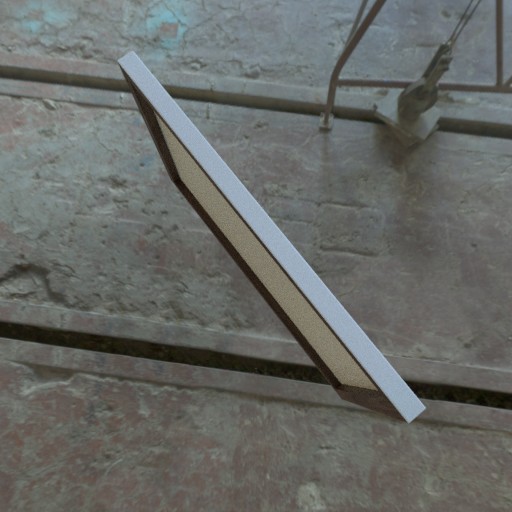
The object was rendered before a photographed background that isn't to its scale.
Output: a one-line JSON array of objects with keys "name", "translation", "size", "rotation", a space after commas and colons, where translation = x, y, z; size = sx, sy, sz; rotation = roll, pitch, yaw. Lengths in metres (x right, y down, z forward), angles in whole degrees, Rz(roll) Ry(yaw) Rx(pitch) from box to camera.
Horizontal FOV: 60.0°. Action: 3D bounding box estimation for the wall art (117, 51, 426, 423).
[{"name": "wall art", "translation": [0.000, 0.000, 1.432], "size": [0.051, 0.761, 1.138], "rotation": [-37, 79, -9]}]
